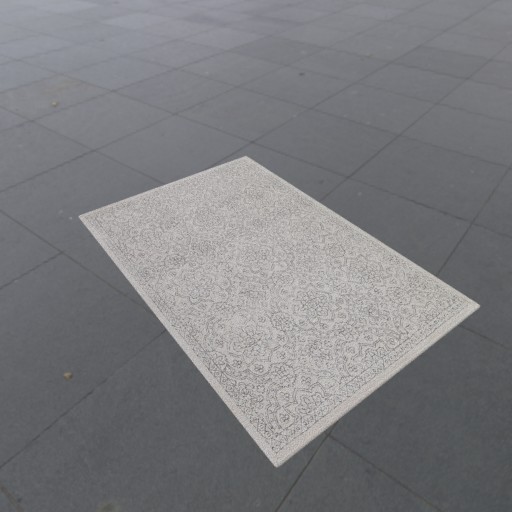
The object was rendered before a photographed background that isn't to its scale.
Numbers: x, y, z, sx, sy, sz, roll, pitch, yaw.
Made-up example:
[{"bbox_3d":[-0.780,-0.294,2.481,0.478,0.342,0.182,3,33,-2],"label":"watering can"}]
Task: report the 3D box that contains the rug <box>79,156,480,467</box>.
[{"bbox_3d":[0.000,0.000,2.894,1.524,0.011,2.286,-26,47,-27],"label":"rug"}]
